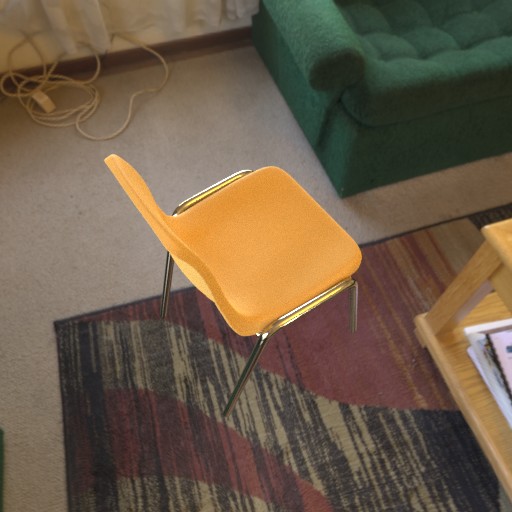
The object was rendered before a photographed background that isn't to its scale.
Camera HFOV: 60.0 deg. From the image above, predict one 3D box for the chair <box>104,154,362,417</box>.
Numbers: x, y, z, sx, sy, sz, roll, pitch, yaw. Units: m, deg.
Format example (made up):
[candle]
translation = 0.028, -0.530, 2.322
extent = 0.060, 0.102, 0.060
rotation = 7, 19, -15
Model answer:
[chair]
translation = 0.000, 0.000, 0.976
extent = 0.436, 0.704, 0.381
rotation = -31, 63, -18
